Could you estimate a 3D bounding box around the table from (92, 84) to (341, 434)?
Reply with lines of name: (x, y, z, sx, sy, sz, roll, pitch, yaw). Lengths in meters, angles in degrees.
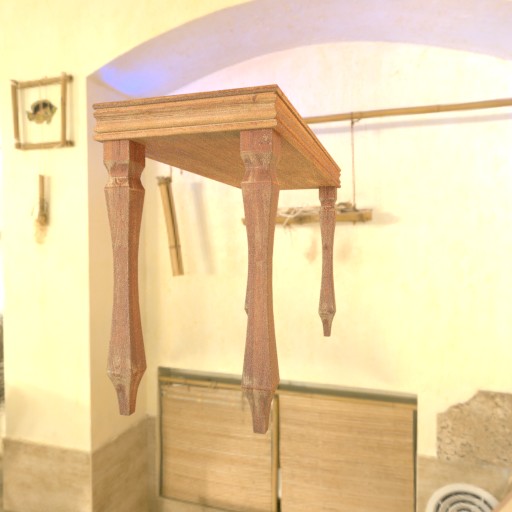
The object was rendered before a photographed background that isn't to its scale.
table: (0.000, 0.000, 1.781, 0.522, 0.873, 1.330, 1, 2, 17)
